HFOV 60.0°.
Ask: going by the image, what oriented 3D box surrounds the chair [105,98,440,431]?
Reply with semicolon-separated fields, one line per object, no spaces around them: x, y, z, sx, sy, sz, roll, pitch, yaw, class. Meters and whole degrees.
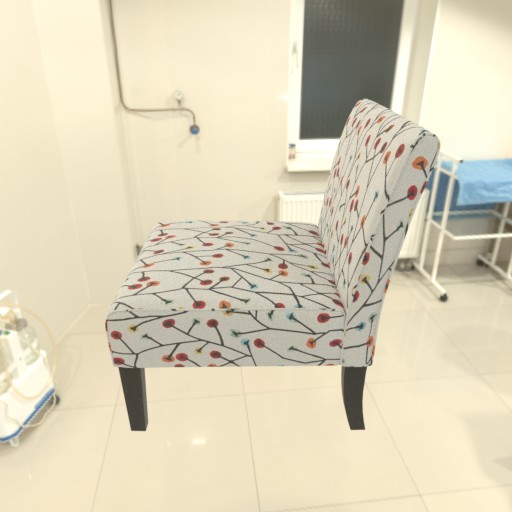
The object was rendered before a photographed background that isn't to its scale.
0.000;0.000;1.297;0.732;0.813;0.597;0;26;0;chair
